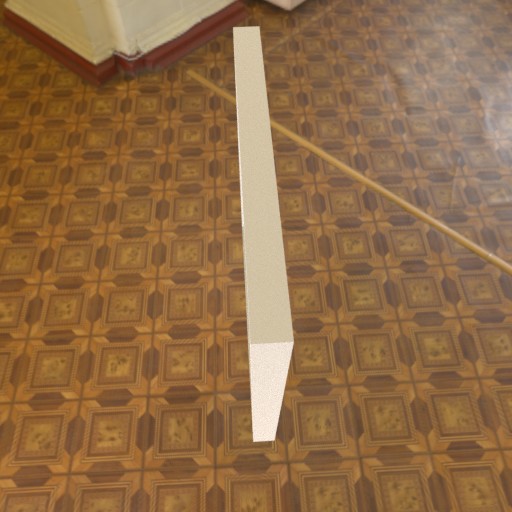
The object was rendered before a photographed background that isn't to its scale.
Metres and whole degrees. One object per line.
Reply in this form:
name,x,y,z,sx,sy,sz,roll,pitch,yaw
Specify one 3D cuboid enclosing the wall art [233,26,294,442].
wall art,0.000,0.000,0.758,0.040,0.509,0.509,-3,58,-2
